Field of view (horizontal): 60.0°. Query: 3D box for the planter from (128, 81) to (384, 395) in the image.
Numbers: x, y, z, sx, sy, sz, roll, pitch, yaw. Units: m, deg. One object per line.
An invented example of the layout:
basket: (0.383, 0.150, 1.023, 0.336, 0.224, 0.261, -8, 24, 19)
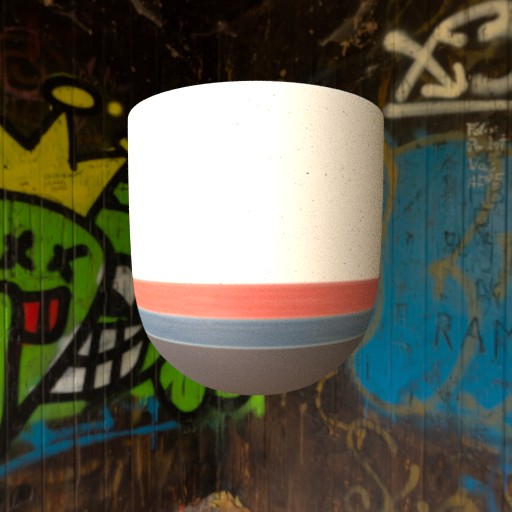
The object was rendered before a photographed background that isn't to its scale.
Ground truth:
planter: (0.000, 0.000, 0.369, 0.204, 0.214, 0.204, 0, 1, 0)
